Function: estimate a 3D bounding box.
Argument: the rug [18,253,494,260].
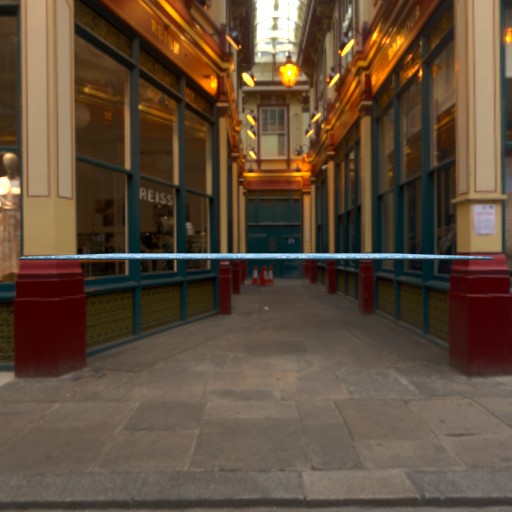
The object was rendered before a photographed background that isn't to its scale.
[{"bbox_3d":[0.000,0.000,2.309,1.833,0.012,1.211,0,1,-1],"label":"rug"}]
